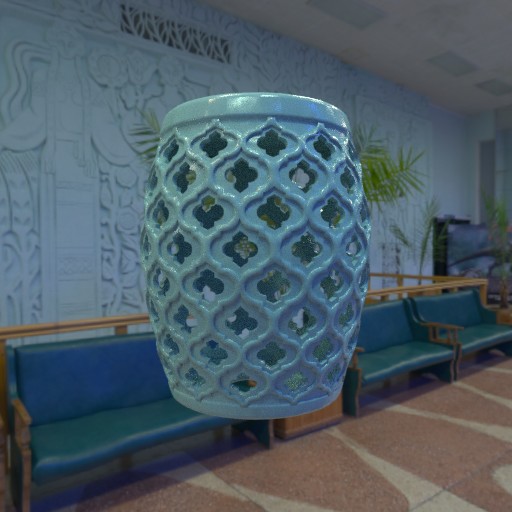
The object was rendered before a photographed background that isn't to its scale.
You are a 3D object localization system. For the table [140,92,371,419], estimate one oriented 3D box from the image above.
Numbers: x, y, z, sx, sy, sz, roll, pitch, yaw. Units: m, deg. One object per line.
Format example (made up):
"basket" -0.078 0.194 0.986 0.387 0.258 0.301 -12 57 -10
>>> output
"table" 0.000 0.000 0.644 0.325 0.388 0.325 0 1 0
